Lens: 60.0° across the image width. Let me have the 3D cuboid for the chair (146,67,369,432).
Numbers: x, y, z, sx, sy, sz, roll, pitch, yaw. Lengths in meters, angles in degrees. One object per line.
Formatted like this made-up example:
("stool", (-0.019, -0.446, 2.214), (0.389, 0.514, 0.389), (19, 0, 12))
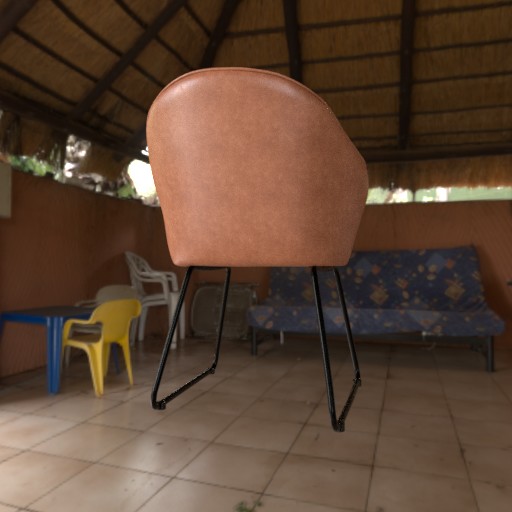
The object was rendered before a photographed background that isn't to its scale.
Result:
("chair", (0.000, 0.000, 1.198), (0.582, 0.785, 0.580), (0, -1, 18))
